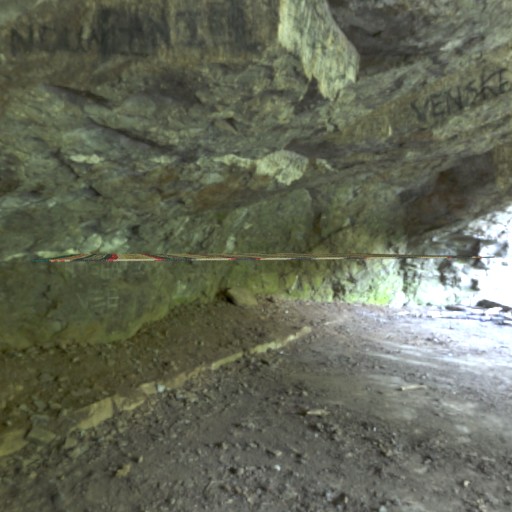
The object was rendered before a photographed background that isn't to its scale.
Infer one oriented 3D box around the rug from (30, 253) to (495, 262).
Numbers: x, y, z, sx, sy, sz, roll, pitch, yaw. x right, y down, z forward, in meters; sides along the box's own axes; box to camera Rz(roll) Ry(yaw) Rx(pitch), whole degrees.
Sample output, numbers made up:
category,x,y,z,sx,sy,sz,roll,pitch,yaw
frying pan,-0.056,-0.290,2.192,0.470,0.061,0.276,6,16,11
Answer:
category,x,y,z,sx,sy,sz,roll,pitch,yaw
rug,0.000,0.000,2.950,2.447,0.011,1.520,0,1,-17
